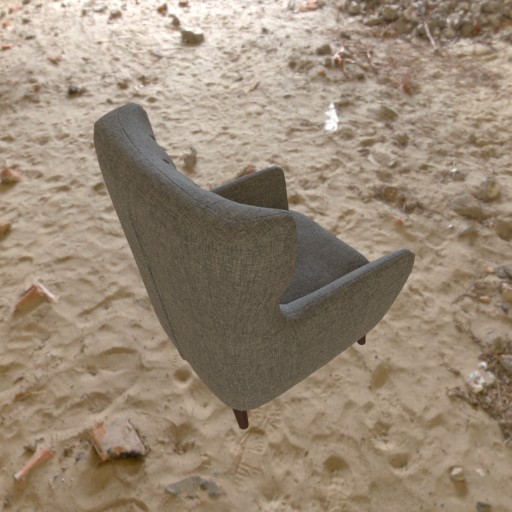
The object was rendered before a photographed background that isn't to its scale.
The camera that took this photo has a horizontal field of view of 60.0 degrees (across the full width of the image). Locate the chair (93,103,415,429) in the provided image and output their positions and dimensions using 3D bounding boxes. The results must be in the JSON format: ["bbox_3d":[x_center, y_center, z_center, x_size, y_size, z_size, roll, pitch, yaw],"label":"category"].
[{"bbox_3d":[0.000,0.000,1.720,0.904,1.063,0.878,-27,48,-27],"label":"chair"}]
